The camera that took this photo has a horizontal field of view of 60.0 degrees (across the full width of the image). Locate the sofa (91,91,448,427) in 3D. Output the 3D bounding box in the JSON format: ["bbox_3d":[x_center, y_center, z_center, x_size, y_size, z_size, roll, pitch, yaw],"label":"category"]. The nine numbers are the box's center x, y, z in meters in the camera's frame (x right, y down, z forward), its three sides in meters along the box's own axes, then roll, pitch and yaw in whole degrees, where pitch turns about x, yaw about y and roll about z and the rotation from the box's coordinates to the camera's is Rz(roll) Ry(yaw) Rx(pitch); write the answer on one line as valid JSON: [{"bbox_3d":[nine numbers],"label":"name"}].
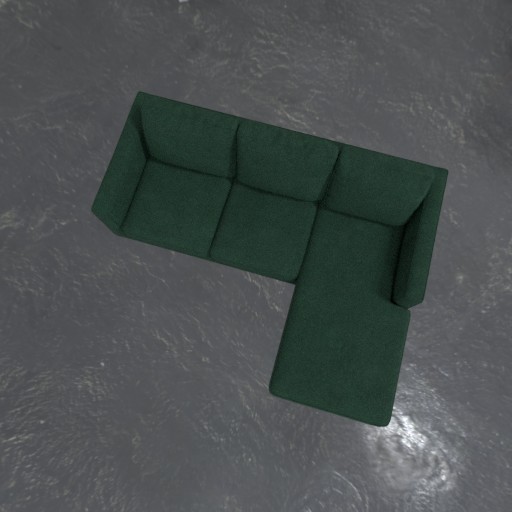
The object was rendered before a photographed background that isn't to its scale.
[{"bbox_3d":[0.000,0.000,2.812,2.030,0.899,1.580,15,76,4],"label":"sofa"}]
